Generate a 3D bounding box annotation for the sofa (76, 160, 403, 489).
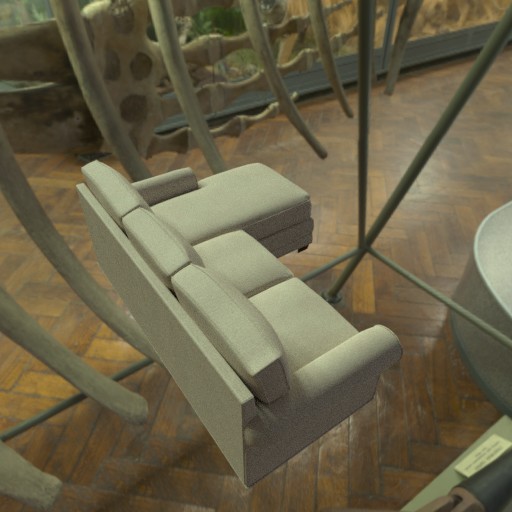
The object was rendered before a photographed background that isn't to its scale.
[{"bbox_3d":[0.000,0.000,2.271,1.226,0.734,1.770,-24,45,-27],"label":"sofa"}]
